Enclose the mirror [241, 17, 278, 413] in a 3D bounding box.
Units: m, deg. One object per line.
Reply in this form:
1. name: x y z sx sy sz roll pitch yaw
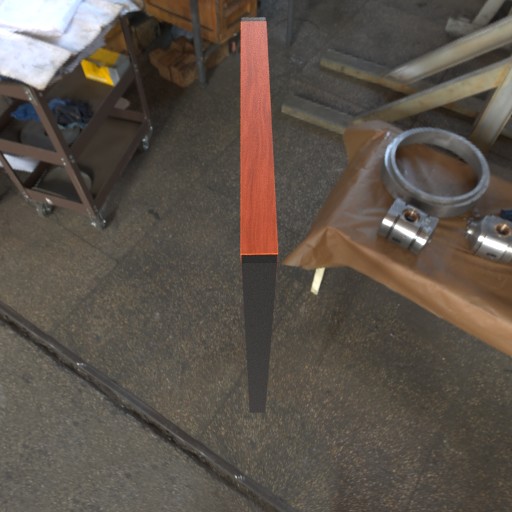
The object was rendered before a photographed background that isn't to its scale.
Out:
1. mirror: 0.000 0.000 1.028 0.047 0.823 0.525 -1 58 -1
